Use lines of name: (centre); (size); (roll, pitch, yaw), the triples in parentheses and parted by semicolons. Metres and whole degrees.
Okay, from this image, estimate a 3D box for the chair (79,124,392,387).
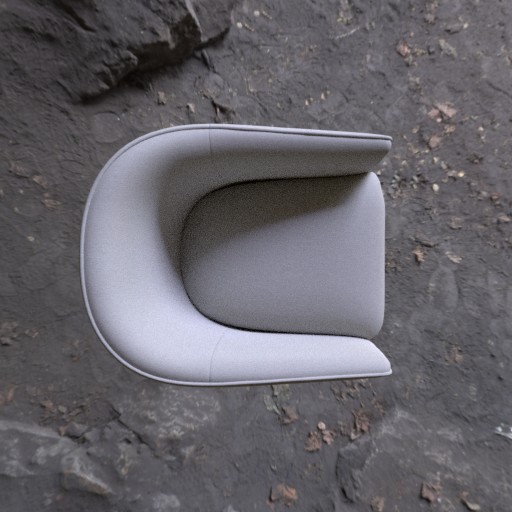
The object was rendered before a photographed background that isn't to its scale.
chair: (0.000, 0.000, 1.470); (0.875, 0.799, 0.747); (0, 90, 0)
